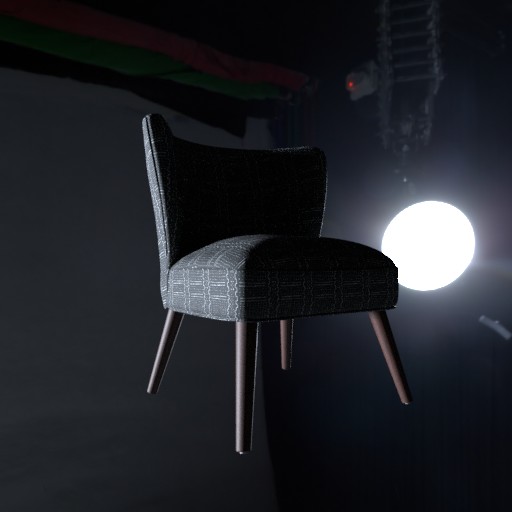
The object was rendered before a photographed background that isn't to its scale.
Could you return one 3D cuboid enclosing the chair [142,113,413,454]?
[{"bbox_3d":[0.000,0.000,1.428,0.710,0.866,0.758,1,-1,-36],"label":"chair"}]
